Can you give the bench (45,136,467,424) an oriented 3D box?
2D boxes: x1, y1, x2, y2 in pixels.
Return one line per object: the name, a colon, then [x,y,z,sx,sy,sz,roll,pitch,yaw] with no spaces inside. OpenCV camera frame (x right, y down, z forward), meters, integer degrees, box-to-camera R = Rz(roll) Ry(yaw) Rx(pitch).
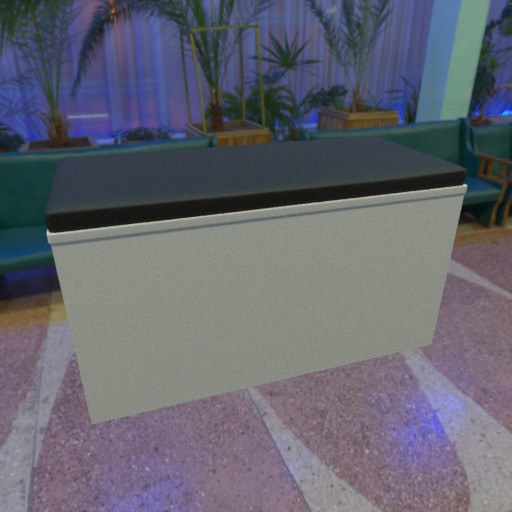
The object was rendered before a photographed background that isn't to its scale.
bench: [0.000,0.000,1.156,0.899,0.500,0.401,-8,28,-16]
